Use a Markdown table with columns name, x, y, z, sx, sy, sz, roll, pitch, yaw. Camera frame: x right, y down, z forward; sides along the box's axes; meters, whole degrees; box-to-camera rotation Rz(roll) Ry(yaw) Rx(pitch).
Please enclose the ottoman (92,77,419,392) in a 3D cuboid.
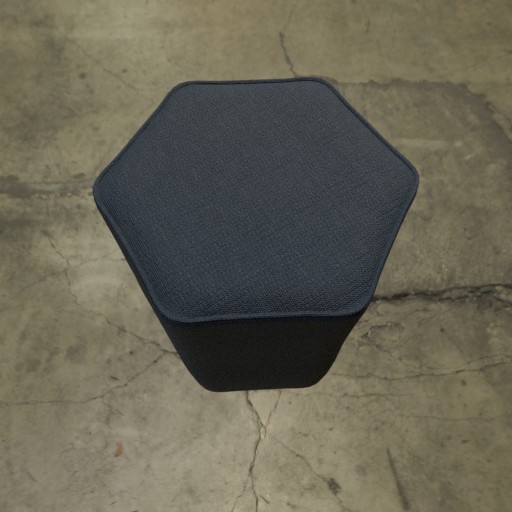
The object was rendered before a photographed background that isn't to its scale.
| name | x | y | z | sx | sy | sz | roll | pitch | yaw |
| --- | --- | --- | --- | --- | --- | --- | --- | --- | --- |
| ottoman | 0.000 | 0.000 | 0.871 | 0.492 | 0.505 | 0.454 | 1 | 63 | 1 |
